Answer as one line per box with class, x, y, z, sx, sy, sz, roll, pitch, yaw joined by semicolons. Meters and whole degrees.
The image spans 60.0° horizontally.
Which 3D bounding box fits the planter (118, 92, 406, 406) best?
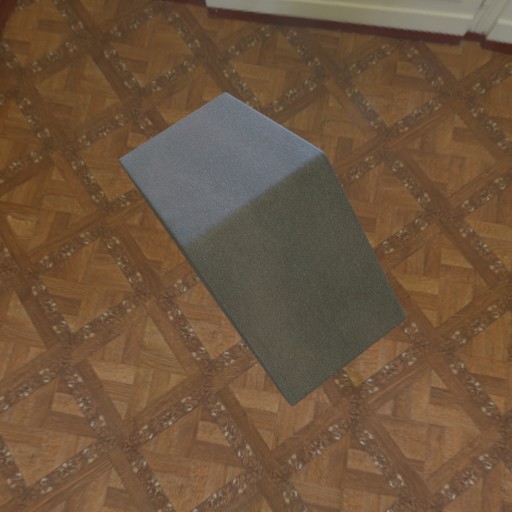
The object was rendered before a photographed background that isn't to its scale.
planter;0.000;0.000;0.293;0.077;0.206;0.169;-35;79;-8
